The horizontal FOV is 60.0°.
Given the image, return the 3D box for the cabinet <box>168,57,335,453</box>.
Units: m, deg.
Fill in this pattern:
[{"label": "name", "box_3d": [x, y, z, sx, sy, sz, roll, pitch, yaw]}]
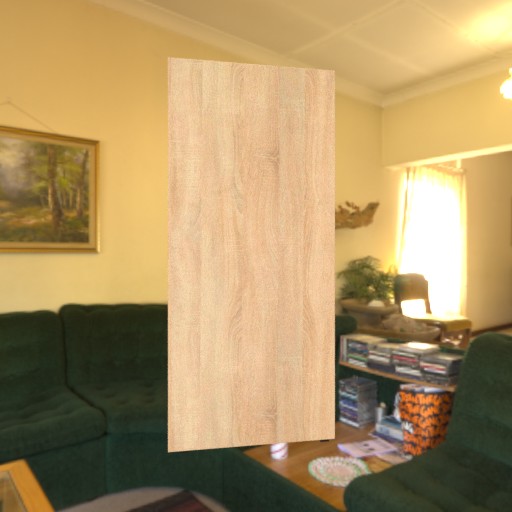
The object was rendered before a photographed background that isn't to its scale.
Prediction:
[{"label": "cabinet", "box_3d": [0.000, 0.000, 2.846, 1.094, 2.120, 1.327, 0, 0, 34]}]
